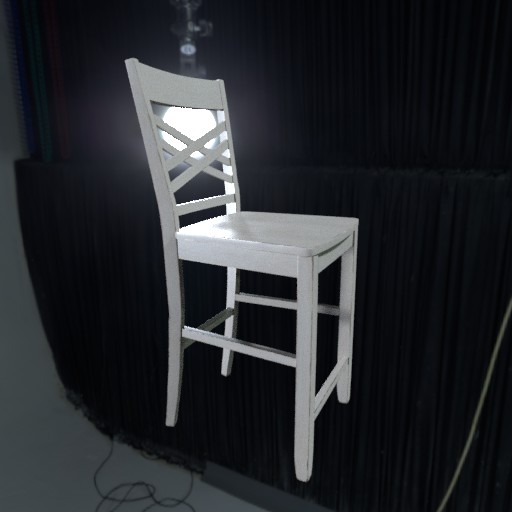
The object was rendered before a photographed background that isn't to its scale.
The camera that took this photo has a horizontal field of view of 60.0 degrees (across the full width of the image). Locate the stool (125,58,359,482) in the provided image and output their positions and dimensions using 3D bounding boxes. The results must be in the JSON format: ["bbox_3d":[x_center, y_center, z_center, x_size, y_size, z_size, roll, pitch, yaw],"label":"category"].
[{"bbox_3d":[0.000,0.000,1.343,0.539,1.079,0.462,7,16,25],"label":"stool"}]
